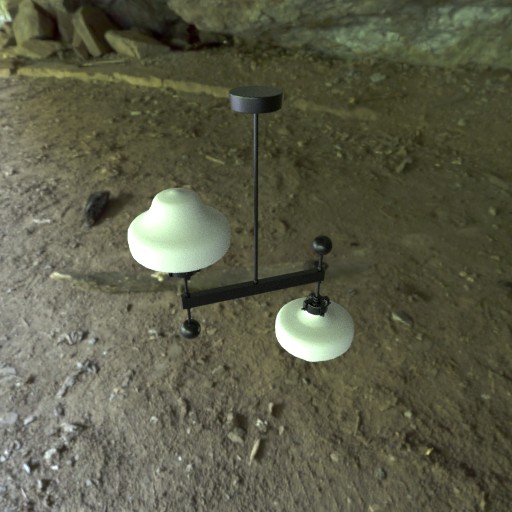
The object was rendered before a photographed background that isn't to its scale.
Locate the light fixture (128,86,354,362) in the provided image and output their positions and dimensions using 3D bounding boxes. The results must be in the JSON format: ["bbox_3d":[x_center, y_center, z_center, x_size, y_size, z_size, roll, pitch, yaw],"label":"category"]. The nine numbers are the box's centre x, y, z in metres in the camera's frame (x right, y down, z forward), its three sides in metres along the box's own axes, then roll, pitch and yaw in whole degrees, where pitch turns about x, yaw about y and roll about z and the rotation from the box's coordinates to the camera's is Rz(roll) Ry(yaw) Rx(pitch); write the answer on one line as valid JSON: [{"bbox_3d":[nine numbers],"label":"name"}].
[{"bbox_3d":[0.000,0.000,1.043,0.422,0.743,0.489,20,37,28],"label":"light fixture"}]
